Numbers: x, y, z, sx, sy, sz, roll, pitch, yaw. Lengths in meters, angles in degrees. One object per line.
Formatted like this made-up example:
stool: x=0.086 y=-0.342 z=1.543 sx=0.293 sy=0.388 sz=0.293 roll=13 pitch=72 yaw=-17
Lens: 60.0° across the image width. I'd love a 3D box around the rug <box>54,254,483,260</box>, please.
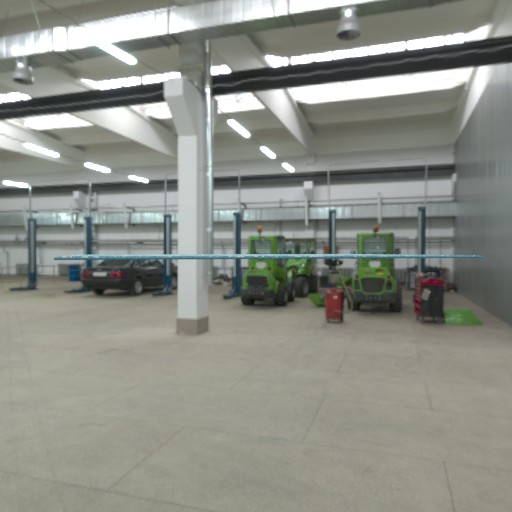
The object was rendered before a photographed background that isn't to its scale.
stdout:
rug: x=0.000 y=0.000 z=3.539 sx=2.746 sy=0.018 sz=1.816 roll=0 pitch=1 yaw=-18
